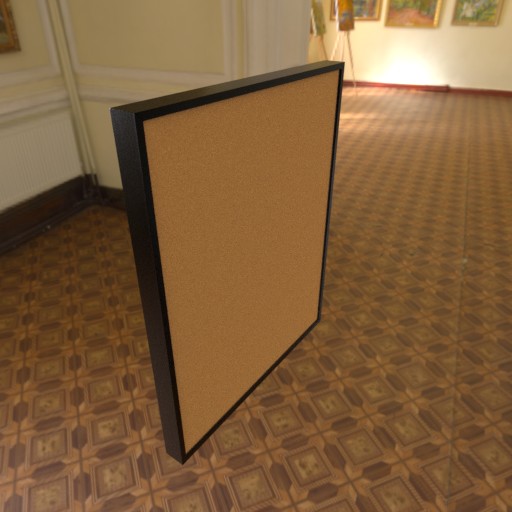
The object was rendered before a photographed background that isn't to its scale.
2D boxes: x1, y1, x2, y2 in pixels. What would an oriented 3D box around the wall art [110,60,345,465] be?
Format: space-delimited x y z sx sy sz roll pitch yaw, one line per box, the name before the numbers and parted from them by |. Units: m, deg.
wall art | 0.000 0.000 0.736 0.039 0.553 0.451 21 37 31
